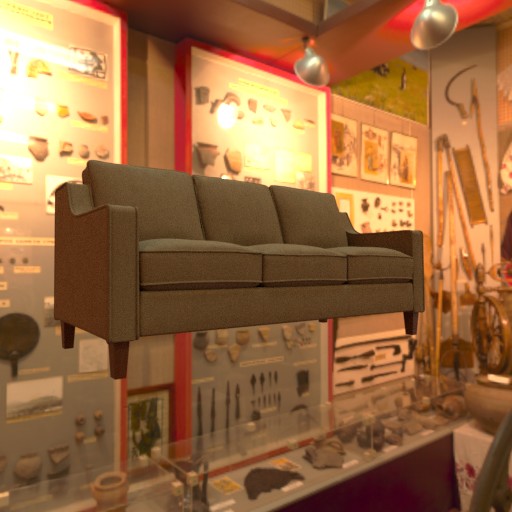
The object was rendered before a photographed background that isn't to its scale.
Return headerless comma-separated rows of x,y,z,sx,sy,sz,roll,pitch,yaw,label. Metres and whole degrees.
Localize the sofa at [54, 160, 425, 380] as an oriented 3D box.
0.000,0.000,2.558,1.986,0.974,0.911,1,-2,-36,sofa
